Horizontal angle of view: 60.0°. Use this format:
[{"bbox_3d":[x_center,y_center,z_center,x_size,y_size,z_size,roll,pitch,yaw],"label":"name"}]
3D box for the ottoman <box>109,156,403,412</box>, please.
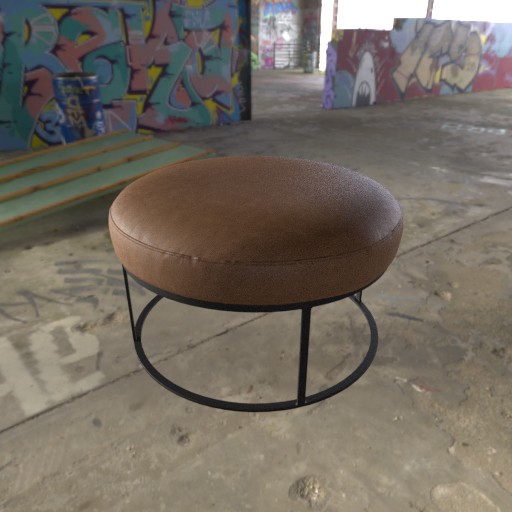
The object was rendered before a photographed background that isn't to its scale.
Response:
[{"bbox_3d":[0.000,0.000,1.272,0.771,0.460,0.771,0,26,0],"label":"ottoman"}]
